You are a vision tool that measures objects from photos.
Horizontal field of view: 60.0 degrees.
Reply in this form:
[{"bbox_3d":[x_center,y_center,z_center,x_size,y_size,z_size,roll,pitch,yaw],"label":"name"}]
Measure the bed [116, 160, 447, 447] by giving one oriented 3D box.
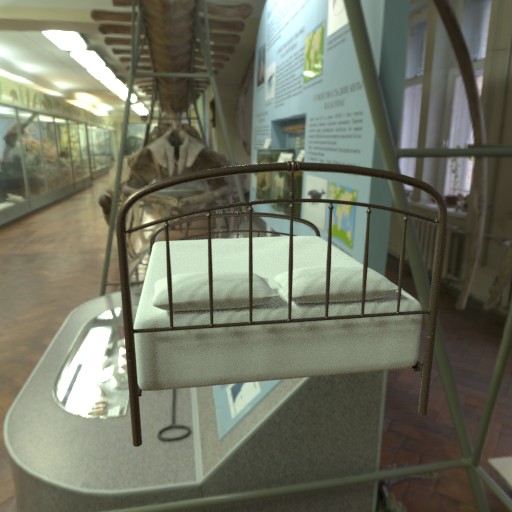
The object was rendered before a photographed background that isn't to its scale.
[{"bbox_3d":[0.000,0.000,3.326,1.711,1.475,2.168,-2,14,-9],"label":"bed"}]
